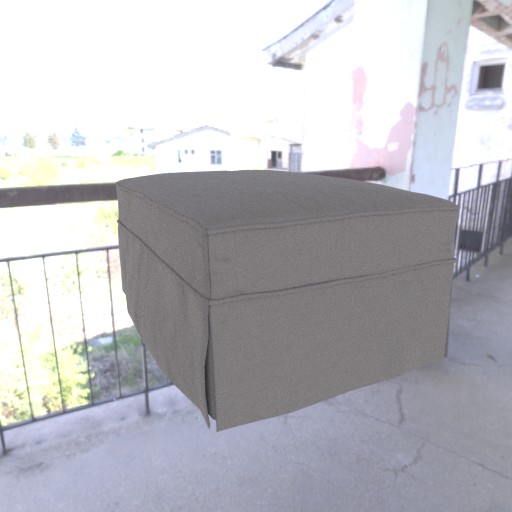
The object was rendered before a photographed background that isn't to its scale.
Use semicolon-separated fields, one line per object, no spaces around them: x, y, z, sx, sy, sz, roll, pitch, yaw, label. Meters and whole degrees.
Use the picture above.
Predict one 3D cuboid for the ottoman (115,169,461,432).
0.000;0.000;1.325;0.703;0.479;0.944;-8;17;-26;ottoman
